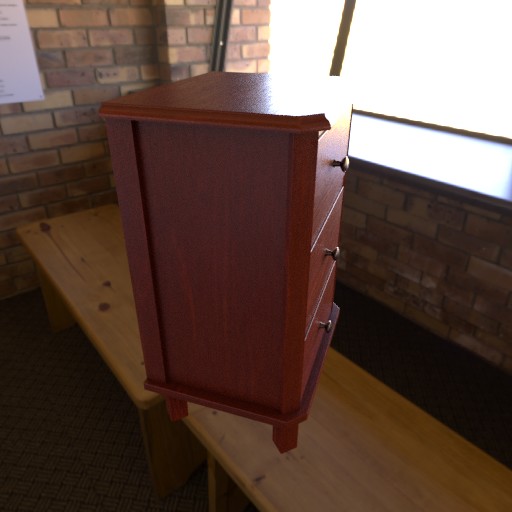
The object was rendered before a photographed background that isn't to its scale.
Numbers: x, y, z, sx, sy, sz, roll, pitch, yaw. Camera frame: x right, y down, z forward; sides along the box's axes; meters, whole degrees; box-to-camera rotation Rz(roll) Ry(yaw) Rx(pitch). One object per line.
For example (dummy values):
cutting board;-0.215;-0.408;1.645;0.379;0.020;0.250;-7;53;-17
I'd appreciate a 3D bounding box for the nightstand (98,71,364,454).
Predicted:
nightstand;0.000;0.000;0.952;0.351;0.681;0.435;10;30;17
